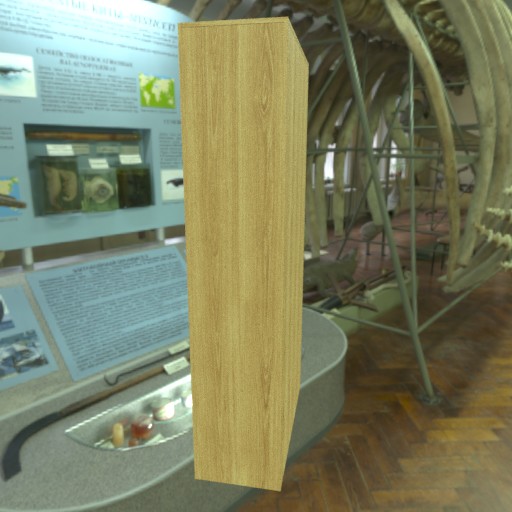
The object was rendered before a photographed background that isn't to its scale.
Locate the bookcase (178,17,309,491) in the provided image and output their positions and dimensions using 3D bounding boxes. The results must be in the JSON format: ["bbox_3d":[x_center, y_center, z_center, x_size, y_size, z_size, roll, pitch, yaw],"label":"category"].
[{"bbox_3d":[0.000,0.000,2.326,0.420,2.020,0.950,3,14,11],"label":"bookcase"}]
